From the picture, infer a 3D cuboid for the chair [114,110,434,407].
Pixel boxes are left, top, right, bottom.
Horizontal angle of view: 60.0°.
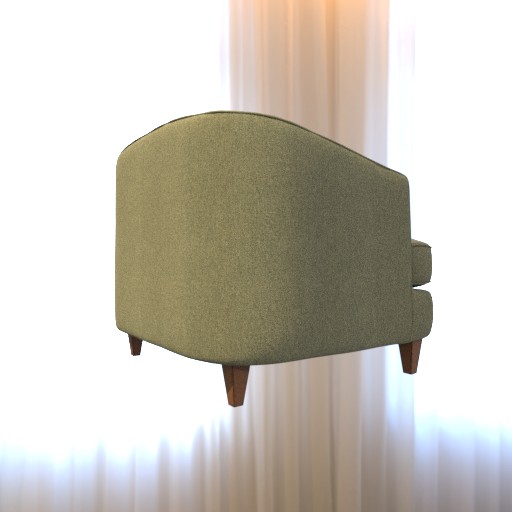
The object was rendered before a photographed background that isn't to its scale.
[{"bbox_3d":[0.000,0.000,1.790,0.945,0.852,1.094,0,0,-36],"label":"chair"}]
